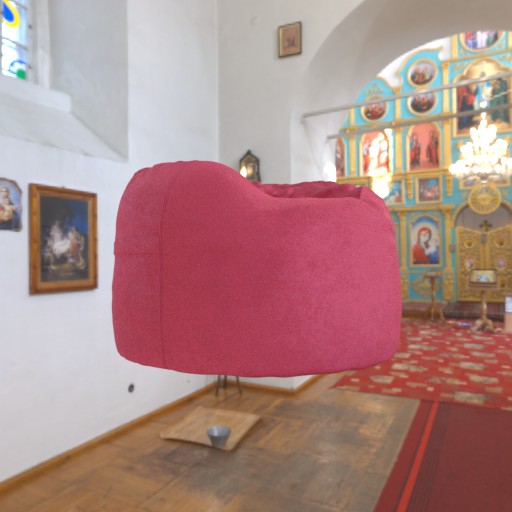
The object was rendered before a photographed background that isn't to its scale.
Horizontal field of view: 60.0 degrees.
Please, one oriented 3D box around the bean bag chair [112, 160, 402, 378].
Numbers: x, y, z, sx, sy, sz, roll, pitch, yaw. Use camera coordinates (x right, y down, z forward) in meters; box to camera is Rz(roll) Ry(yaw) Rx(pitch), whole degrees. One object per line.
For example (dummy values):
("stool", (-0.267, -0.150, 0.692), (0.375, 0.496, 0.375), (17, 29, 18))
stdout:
("bean bag chair", (0.000, 0.000, 1.951), (1.218, 0.788, 1.218), (0, -1, 0))
